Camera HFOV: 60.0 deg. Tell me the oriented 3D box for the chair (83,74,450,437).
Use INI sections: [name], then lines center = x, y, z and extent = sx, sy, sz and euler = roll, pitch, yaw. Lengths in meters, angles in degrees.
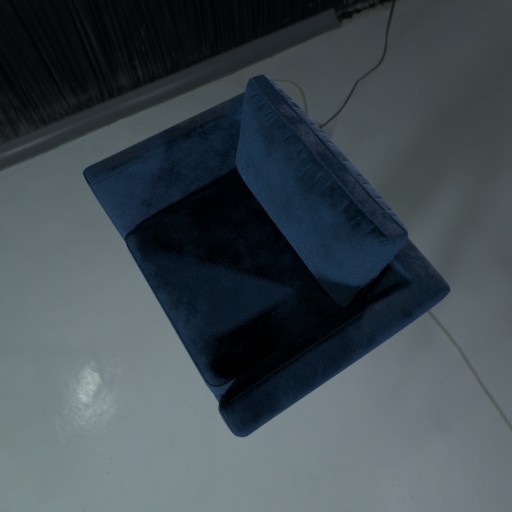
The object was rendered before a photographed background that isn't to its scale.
[chair]
center = 0.000, 0.000, 1.560
extent = 0.746, 0.893, 0.977
euler = -30, 69, -13
